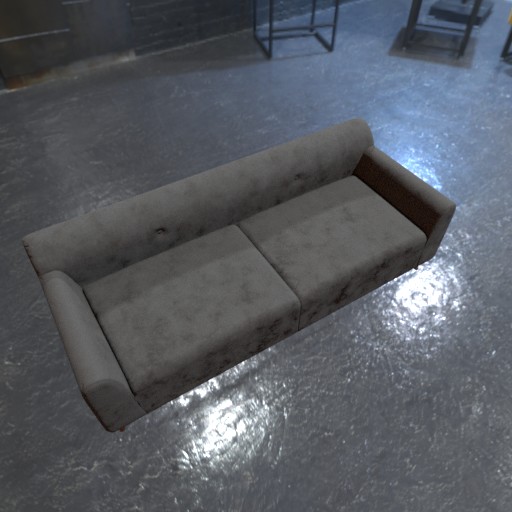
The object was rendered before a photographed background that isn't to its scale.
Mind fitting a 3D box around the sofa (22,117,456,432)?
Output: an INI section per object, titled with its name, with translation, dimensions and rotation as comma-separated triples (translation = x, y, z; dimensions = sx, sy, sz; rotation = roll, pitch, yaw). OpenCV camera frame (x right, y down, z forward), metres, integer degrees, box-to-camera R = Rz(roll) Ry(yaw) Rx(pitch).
[sofa]
translation = 0.000, 0.000, 2.567
dimensions = 2.190, 0.740, 0.900
rotation = -24, 52, -21
